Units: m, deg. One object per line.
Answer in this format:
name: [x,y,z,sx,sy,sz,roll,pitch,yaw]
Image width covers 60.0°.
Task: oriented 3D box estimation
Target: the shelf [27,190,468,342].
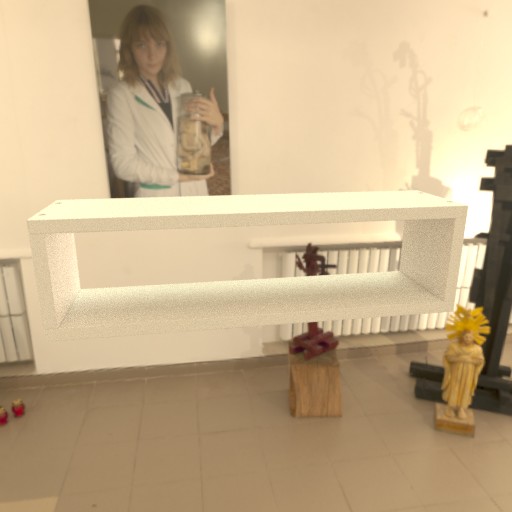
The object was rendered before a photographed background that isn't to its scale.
shelf: [0.000,0.000,0.700,0.610,0.170,0.150,-3,17,-9]
